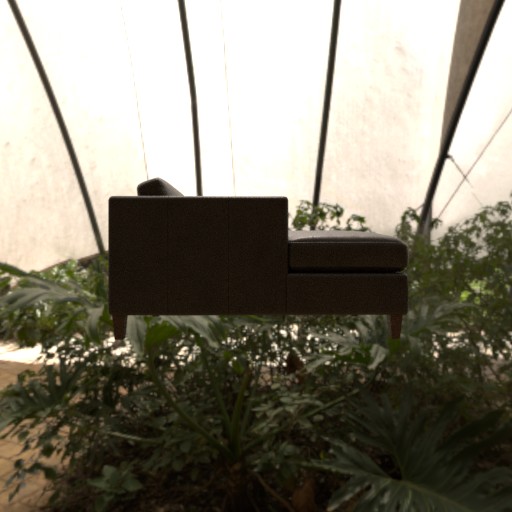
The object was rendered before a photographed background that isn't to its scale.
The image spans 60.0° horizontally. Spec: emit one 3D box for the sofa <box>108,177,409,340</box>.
[{"bbox_3d":[0.000,0.000,3.880,1.581,0.883,3.203,0,0,-1],"label":"sofa"}]
